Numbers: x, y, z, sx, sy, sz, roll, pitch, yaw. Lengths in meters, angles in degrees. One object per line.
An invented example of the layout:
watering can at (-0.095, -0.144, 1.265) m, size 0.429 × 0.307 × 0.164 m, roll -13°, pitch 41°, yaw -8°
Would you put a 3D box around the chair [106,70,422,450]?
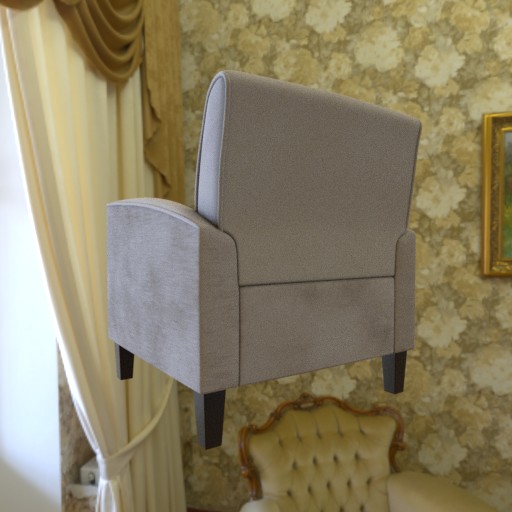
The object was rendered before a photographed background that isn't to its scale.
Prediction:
chair at (0.000, 0.000, 1.547) m, size 0.820 × 0.915 × 0.821 m, roll -1°, pitch 2°, yaw -34°
